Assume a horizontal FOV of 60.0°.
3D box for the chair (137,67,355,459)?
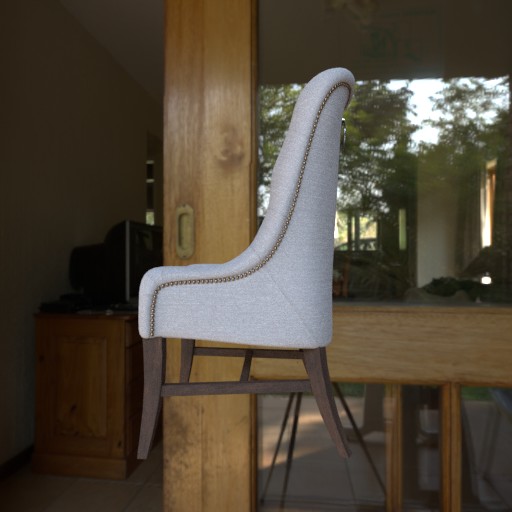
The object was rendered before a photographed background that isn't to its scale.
[{"bbox_3d":[0.000,0.000,1.468,0.629,1.091,0.634,0,0,2],"label":"chair"}]
